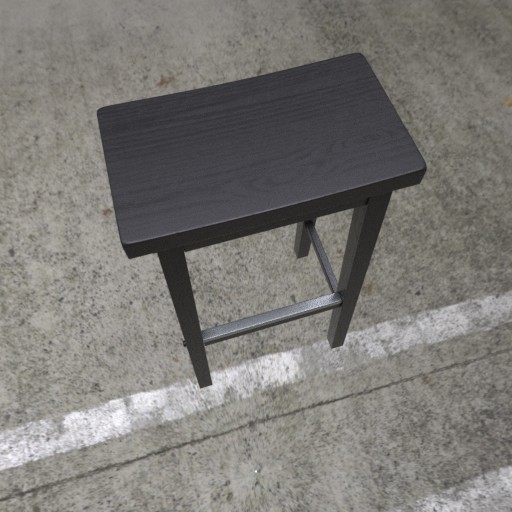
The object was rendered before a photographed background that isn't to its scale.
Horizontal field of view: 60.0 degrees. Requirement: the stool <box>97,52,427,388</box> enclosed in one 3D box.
[{"bbox_3d":[0.000,0.000,0.935,0.406,0.742,0.322,-15,65,-7],"label":"stool"}]
